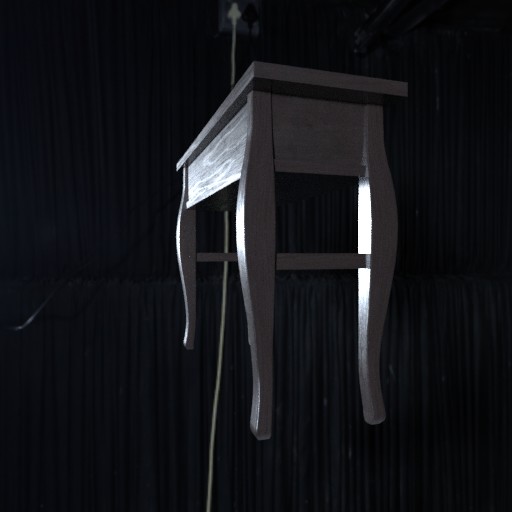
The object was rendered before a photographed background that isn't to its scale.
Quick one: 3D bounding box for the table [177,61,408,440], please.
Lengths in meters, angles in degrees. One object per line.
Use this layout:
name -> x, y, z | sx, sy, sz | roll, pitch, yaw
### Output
table -> 0.000, 0.000, 1.426 | 0.373, 0.768, 1.062 | 0, 0, -18
